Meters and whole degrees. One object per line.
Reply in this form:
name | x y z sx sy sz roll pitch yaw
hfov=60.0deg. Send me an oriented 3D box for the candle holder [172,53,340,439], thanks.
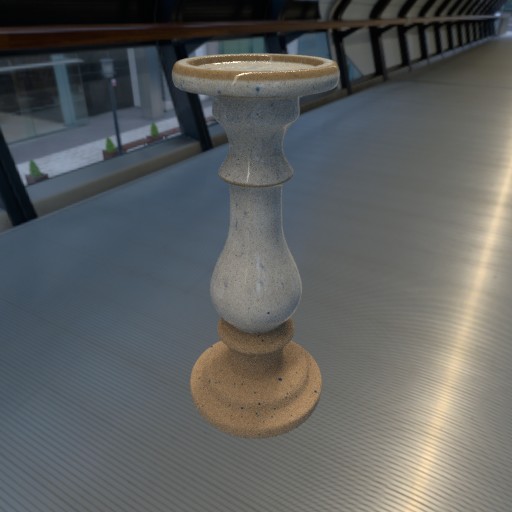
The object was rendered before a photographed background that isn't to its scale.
candle holder | 0.000 0.000 0.251 0.088 0.203 0.088 0 30 0
